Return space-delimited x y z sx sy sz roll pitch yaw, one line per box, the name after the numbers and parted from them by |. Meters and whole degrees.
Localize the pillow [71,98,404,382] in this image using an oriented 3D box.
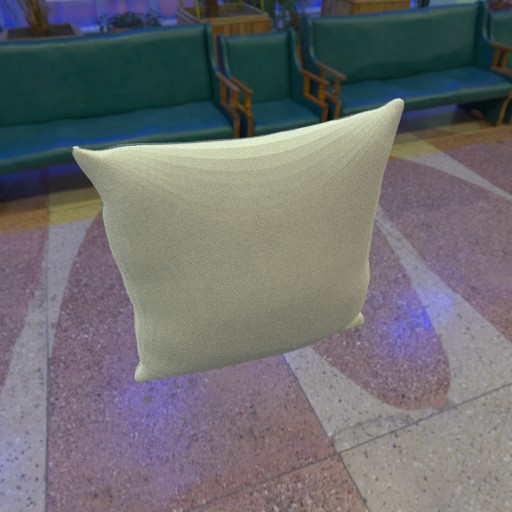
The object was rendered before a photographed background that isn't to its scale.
0.000 0.000 0.684 0.440 0.441 0.182 -12 41 -14 | pillow
